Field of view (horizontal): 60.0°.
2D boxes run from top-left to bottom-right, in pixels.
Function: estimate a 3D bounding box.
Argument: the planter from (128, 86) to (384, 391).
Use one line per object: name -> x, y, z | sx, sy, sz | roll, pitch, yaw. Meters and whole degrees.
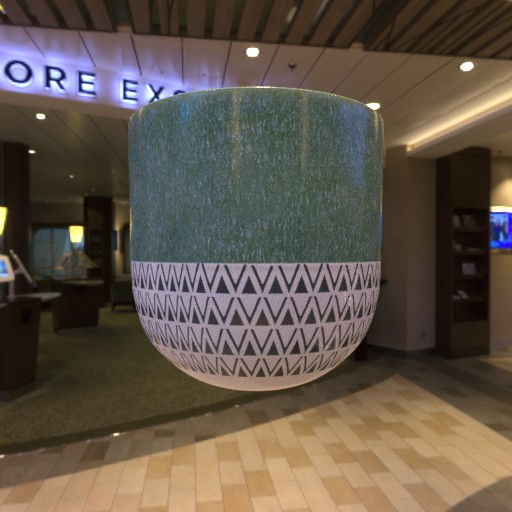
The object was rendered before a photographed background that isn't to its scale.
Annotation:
planter -> 0.000, 0.000, 0.482 | 0.266, 0.270, 0.266 | 0, 1, 0
